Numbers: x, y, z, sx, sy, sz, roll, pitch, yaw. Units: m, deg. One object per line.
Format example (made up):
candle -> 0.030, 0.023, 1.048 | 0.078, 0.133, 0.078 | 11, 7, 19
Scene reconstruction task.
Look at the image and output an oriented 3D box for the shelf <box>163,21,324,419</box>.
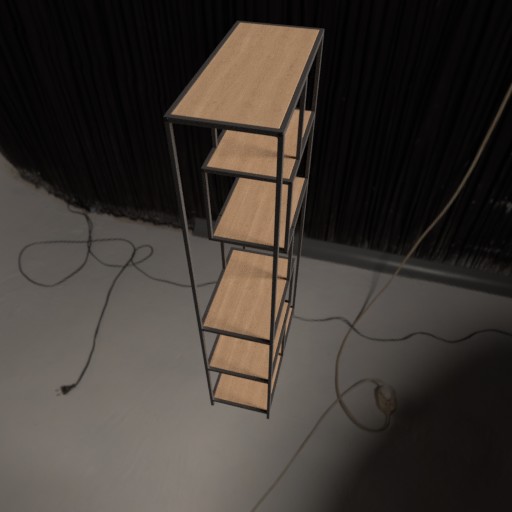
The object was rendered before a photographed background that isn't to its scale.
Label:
shelf -> 0.000, 0.000, 2.152 | 0.350, 1.850, 0.770 | 10, 48, 10
